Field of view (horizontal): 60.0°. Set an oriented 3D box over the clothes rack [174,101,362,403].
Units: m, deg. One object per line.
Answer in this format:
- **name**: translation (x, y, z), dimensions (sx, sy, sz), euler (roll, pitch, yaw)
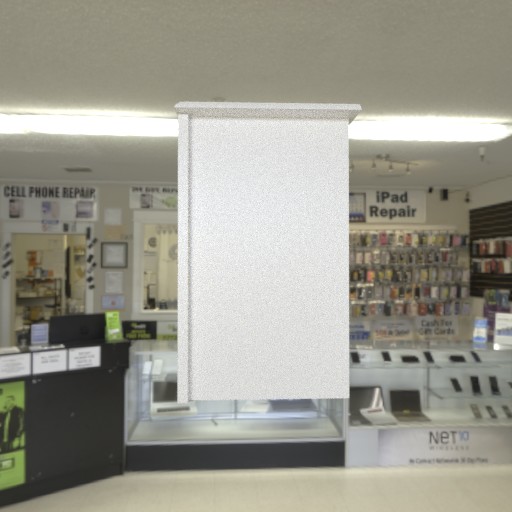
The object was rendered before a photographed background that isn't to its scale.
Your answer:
- **clothes rack**: translation (0.000, 0.000, 1.323), dimensions (0.324, 0.531, 1.120), euler (0, -1, -2)
